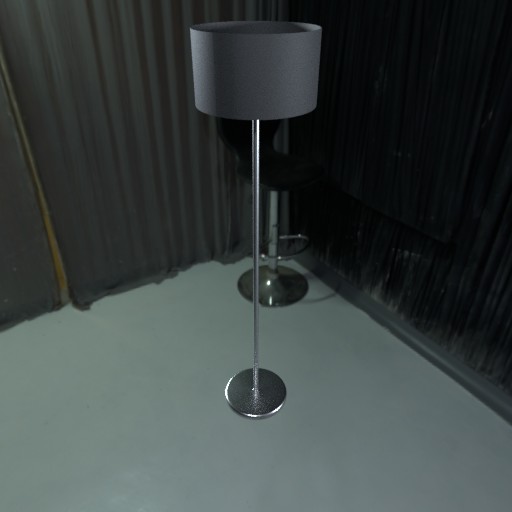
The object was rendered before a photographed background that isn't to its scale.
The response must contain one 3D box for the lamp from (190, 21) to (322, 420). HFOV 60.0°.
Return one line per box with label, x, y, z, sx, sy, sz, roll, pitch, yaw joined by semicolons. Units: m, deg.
lamp;0.000;0.000;1.565;0.348;1.443;0.348;-21;38;-29
